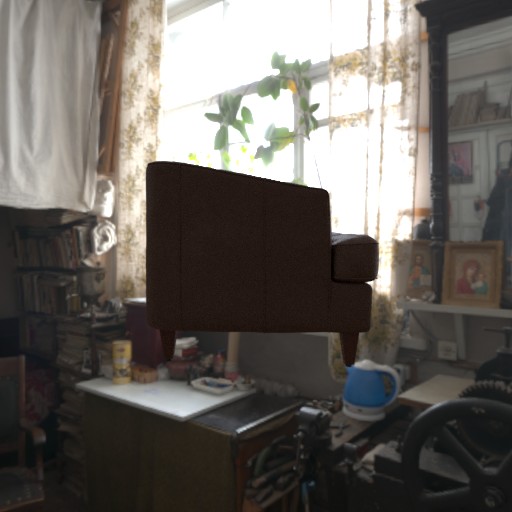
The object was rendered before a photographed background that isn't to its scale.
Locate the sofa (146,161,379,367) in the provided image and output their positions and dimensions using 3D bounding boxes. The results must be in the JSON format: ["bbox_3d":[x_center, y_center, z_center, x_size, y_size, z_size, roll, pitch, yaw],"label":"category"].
[{"bbox_3d":[0.000,0.000,2.656,0.927,0.787,2.227,0,1,0],"label":"sofa"}]
